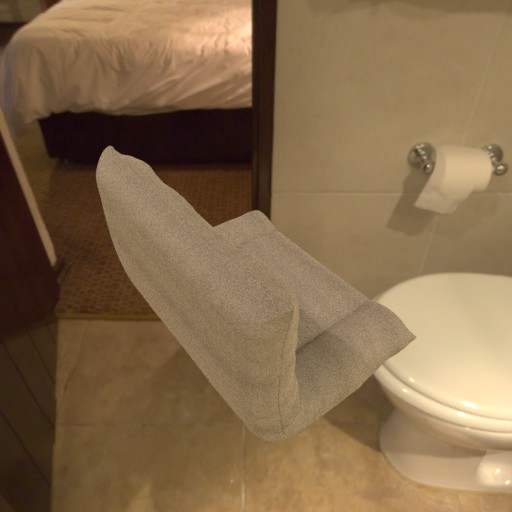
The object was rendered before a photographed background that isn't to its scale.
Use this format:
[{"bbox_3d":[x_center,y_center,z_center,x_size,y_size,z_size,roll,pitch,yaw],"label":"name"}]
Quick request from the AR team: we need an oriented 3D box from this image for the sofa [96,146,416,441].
[{"bbox_3d":[0.000,0.000,1.780,0.847,0.795,1.144,-26,47,-27],"label":"sofa"}]
